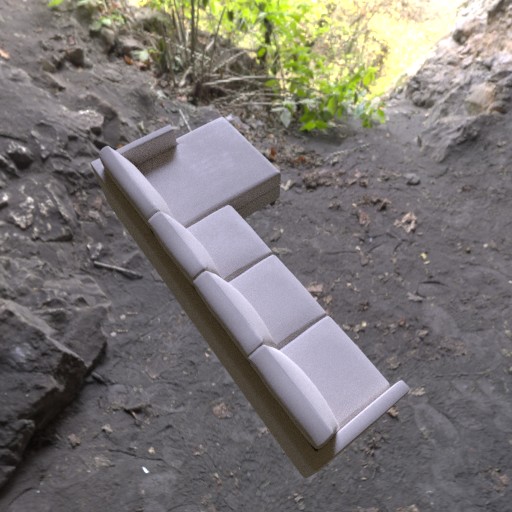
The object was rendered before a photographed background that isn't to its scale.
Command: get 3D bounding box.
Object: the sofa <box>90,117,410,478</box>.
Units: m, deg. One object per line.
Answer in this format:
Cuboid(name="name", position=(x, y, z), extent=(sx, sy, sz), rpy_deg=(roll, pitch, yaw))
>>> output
Cuboid(name="sofa", position=(0.000, 0.000, 4.144), extent=(1.599, 0.954, 3.471), rpy_deg=(-32, 64, -18))
